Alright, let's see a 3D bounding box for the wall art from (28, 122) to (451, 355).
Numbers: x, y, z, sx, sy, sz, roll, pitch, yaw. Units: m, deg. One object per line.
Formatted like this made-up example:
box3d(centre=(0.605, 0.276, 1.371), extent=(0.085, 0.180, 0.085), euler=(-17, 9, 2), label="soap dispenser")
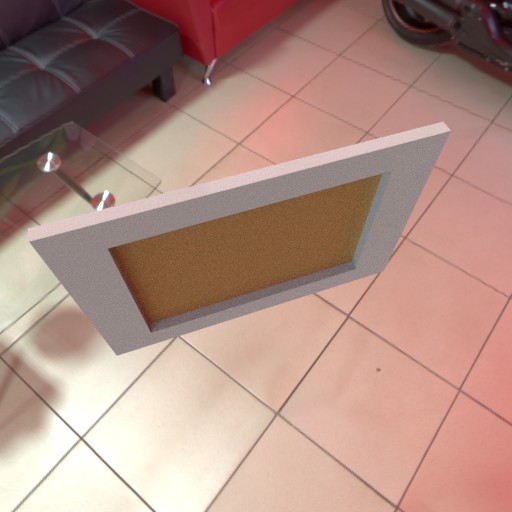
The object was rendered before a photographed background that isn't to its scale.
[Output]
box3d(centre=(0.000, 0.000, 1.172), extent=(0.906, 0.617, 0.033), euler=(-16, 59, -10), label="wall art")
